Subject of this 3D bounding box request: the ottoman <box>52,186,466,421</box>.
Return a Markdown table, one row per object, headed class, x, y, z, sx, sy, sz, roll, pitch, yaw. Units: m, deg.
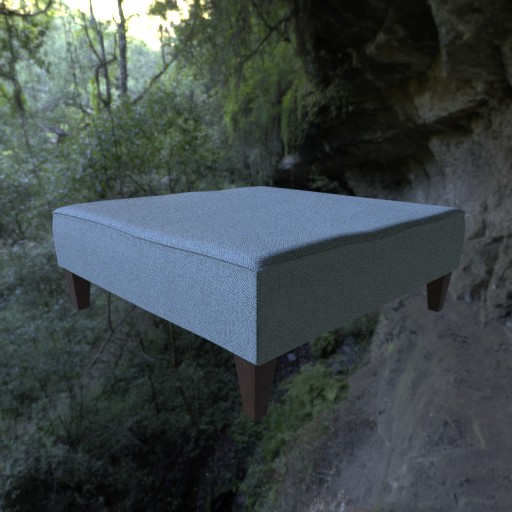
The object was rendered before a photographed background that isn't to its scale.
| class | x | y | z | sx | sy | sz | roll | pitch | yaw |
| --- | --- | --- | --- | --- | --- | --- | --- | --- | --- |
| ottoman | 0.000 | 0.000 | 1.507 | 0.968 | 0.379 | 1.004 | -14 | 20 | -43 |
